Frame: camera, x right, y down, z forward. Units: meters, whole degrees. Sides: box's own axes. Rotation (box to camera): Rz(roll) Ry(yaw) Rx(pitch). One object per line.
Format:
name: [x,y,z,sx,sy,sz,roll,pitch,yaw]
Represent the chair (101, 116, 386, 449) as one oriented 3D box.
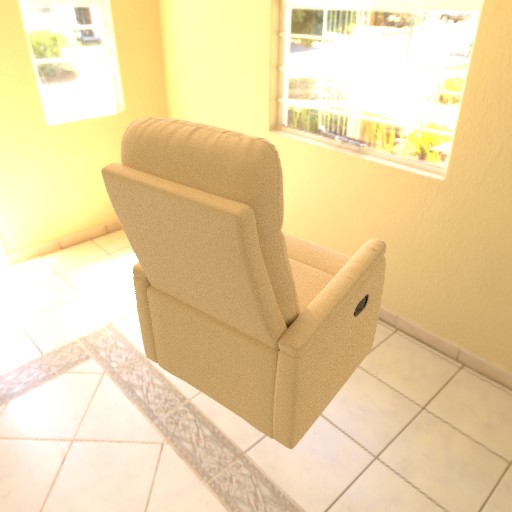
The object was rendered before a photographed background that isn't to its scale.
chair: [0.000,0.000,1.661,0.775,1.082,0.831,21,37,32]
